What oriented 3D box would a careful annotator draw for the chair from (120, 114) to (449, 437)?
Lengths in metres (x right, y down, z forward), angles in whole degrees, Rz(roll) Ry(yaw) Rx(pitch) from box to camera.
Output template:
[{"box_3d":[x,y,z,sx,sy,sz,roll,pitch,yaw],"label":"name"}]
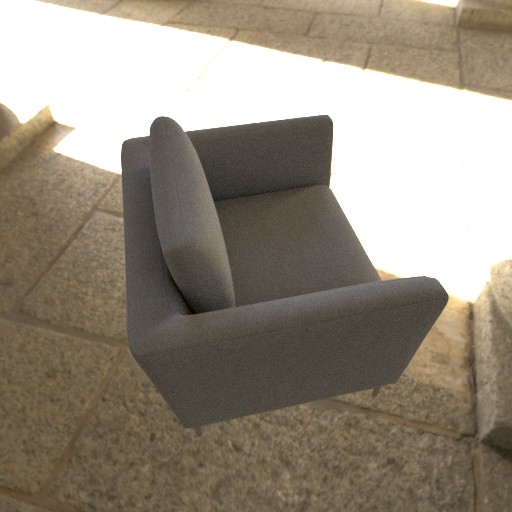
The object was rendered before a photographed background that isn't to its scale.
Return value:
[{"box_3d":[0.000,0.000,1.682,0.889,0.864,1.041,-10,48,-9],"label":"chair"}]
